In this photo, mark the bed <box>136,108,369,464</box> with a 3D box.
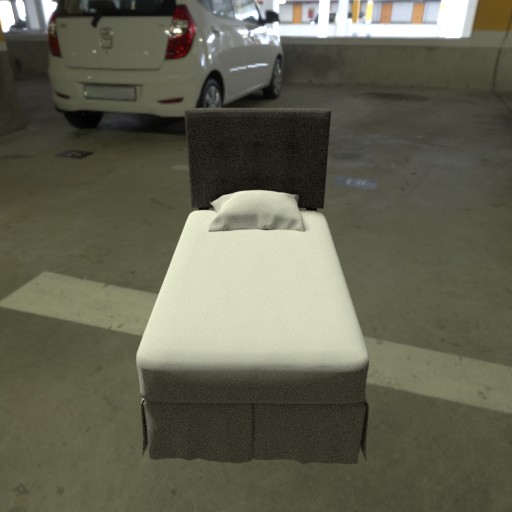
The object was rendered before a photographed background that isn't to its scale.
[{"bbox_3d":[0.000,0.000,2.961,1.261,1.571,1.997,0,28,1],"label":"bed"}]
